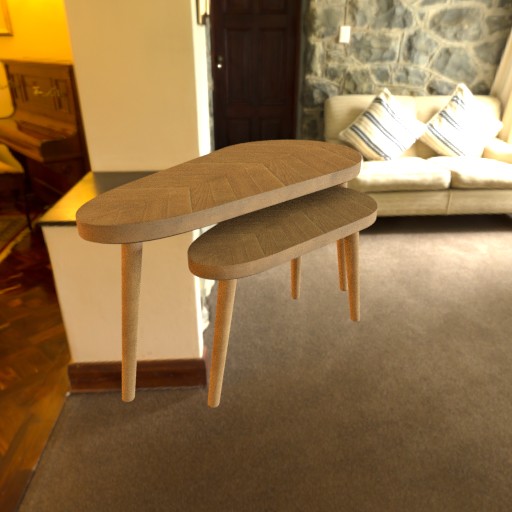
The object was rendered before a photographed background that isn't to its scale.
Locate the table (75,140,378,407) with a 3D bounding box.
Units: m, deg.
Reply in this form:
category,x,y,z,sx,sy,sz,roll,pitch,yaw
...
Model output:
category,x,y,z,sx,sy,sz,roll,pitch,yaw
table,0.000,0.000,1.580,0.701,0.595,1.190,18,31,33
